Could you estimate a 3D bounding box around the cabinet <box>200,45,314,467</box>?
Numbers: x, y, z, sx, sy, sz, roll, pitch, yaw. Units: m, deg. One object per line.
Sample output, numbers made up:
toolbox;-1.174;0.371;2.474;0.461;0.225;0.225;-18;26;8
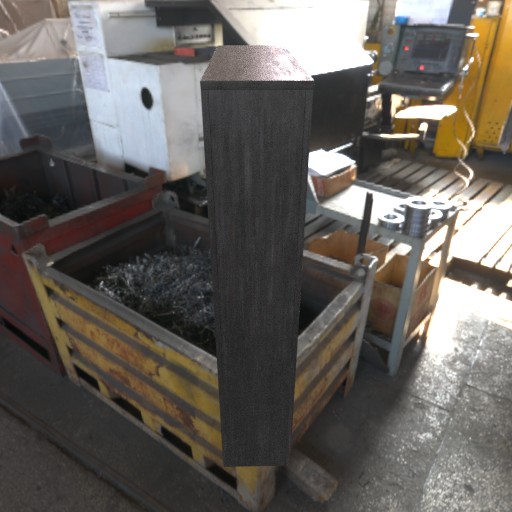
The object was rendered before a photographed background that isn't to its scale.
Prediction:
cabinet;0.000;0.000;1.562;0.250;1.280;0.750;-1;30;-1
